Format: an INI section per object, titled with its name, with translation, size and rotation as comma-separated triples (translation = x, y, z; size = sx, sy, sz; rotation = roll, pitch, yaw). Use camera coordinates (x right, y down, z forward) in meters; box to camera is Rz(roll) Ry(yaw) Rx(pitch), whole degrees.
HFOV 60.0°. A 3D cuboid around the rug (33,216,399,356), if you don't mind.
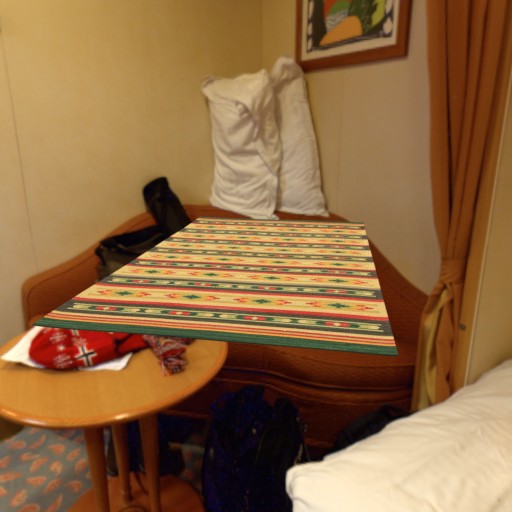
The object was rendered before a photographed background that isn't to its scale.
[rug]
translation = 0.000, 0.000, 2.938
size = 1.520, 0.011, 2.447
rotation = 3, 16, 10
